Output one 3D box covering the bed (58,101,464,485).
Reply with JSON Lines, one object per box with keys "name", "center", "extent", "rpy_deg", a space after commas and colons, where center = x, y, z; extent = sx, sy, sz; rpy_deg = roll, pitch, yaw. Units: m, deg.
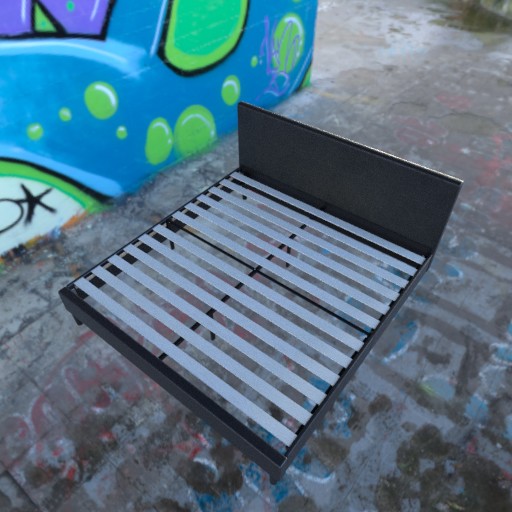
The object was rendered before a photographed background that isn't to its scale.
{"name": "bed", "center": [0.000, 0.000, 3.305], "extent": [2.018, 1.046, 2.152], "rpy_deg": [29, 51, 26]}
